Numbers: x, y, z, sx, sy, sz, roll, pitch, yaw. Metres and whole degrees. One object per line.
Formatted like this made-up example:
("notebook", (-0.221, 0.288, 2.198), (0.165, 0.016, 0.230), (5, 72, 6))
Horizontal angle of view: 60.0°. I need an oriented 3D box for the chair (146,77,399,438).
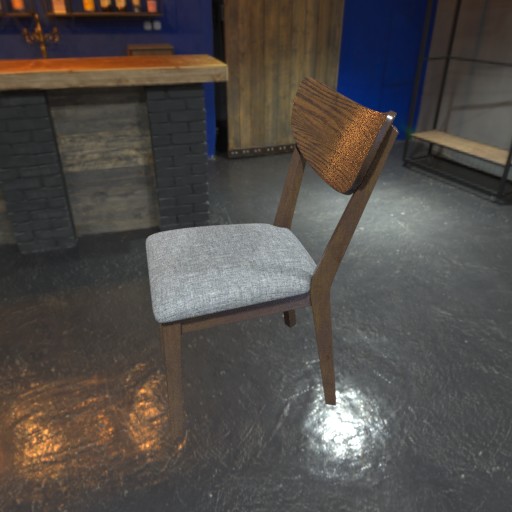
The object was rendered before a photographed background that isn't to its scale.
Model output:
("chair", (0.000, 0.000, 1.225), (0.583, 0.849, 0.491), (-8, 31, -13))
